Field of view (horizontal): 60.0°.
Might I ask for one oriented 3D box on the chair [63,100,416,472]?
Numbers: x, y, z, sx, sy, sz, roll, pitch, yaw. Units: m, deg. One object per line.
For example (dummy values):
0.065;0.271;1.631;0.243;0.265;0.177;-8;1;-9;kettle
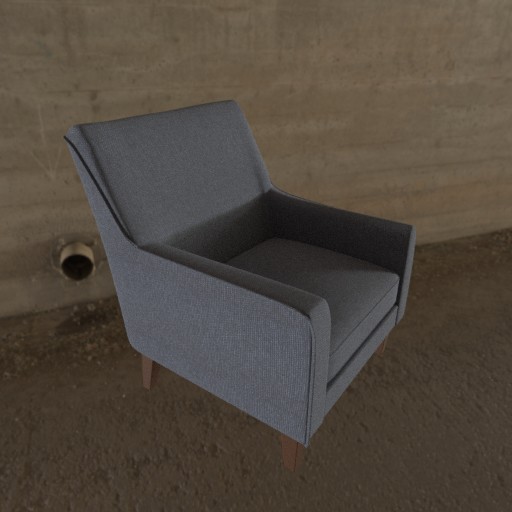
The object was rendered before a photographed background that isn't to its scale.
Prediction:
0.000;0.000;1.561;0.899;0.919;0.780;18;31;32;chair
